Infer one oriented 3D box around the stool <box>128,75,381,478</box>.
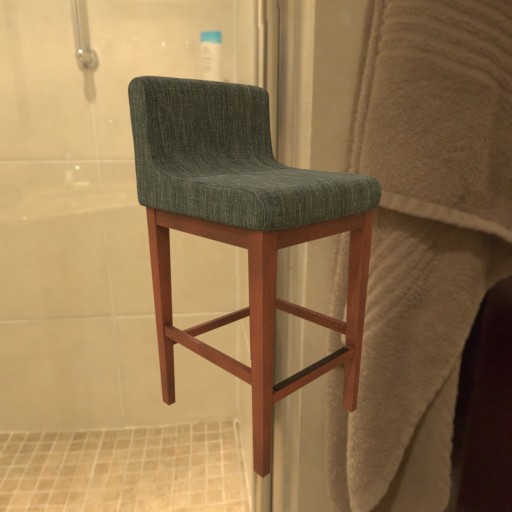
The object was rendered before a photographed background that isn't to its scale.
[{"bbox_3d":[0.000,0.000,1.091,0.395,0.835,0.459,-15,21,-42],"label":"stool"}]
